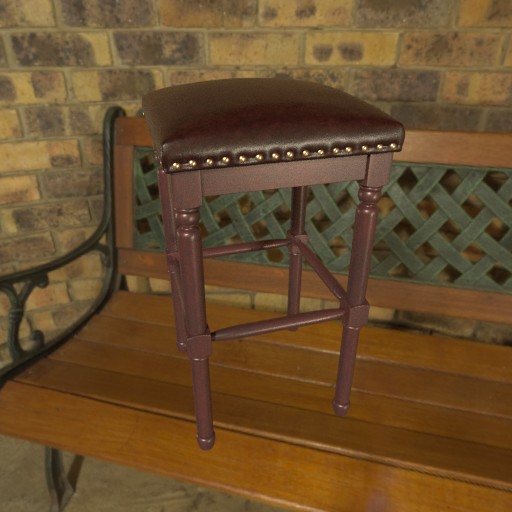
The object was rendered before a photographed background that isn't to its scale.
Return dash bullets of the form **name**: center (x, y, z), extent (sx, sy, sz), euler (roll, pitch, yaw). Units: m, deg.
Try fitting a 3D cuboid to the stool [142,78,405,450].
- **stool**: center (0.000, 0.000, 0.945), extent (0.382, 0.702, 0.383), euler (-8, 31, -14)
